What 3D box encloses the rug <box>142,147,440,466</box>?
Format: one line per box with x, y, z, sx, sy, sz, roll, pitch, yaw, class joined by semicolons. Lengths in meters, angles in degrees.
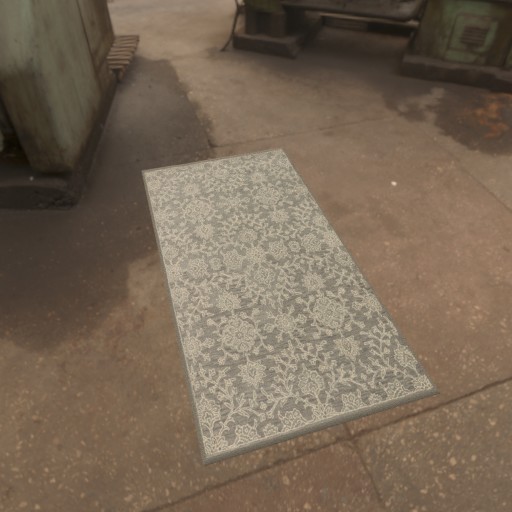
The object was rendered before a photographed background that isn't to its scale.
0.000;0.000;3.706;1.546;0.011;3.048;-12;47;-12;rug
